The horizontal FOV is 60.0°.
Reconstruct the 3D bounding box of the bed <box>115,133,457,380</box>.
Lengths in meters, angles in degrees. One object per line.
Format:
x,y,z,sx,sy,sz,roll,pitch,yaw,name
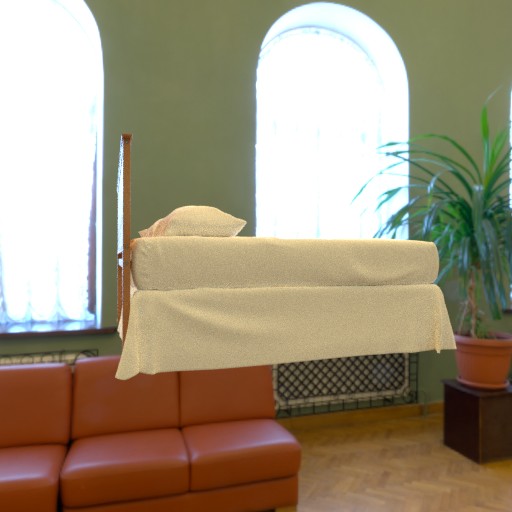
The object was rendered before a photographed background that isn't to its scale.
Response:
0.000,0.000,3.629,2.215,1.270,2.317,0,0,-18,bed
